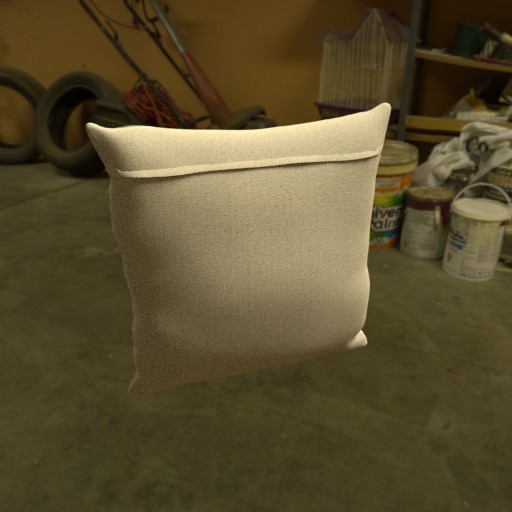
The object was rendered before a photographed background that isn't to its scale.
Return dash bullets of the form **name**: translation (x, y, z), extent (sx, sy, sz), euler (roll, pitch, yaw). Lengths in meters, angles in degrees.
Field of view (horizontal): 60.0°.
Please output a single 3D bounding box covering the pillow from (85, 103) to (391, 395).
- **pillow**: translation (0.000, 0.000, 0.693), extent (0.440, 0.441, 0.182), euler (-8, 27, -17)
